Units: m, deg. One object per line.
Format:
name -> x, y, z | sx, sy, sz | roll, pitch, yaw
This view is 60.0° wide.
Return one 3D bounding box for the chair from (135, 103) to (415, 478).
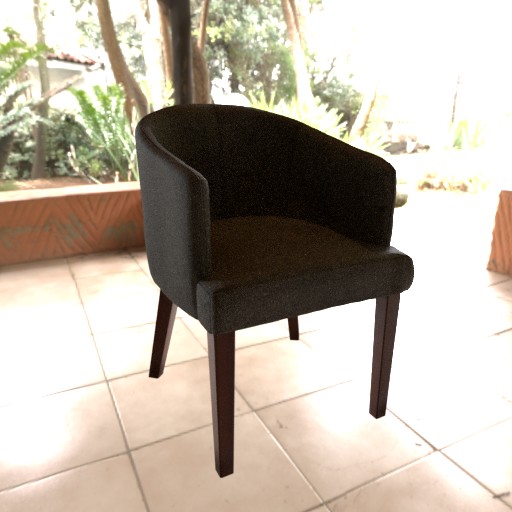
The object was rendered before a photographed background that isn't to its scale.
chair -> 0.000, 0.000, 1.226 | 0.583, 0.811, 0.655 | -9, 19, -26
